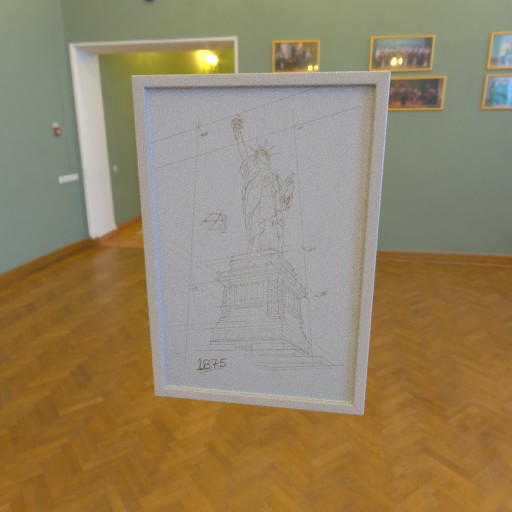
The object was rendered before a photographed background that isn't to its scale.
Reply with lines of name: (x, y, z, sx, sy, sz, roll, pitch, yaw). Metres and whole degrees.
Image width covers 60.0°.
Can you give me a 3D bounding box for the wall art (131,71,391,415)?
wall art: (0.000, 0.000, 1.064, 0.556, 0.813, 0.026, 3, 17, 9)
